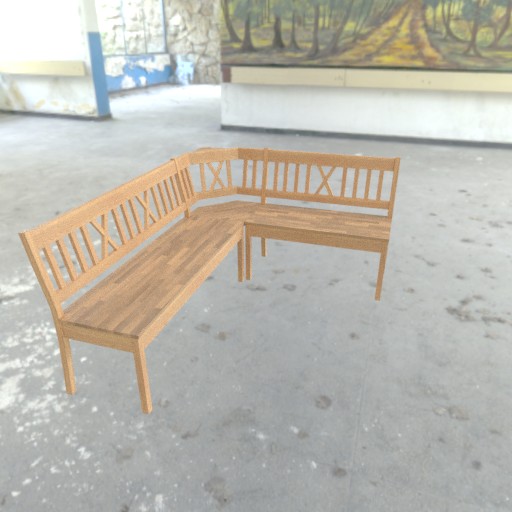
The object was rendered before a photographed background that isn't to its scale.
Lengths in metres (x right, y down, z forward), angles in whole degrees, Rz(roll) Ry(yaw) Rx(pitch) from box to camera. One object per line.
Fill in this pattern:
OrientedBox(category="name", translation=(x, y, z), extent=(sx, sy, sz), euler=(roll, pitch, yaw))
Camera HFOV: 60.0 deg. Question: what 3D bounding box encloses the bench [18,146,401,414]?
OrientedBox(category="bench", translation=(0.000, 0.000, 2.728), extent=(1.537, 0.902, 1.937), euler=(8, 27, 16))
